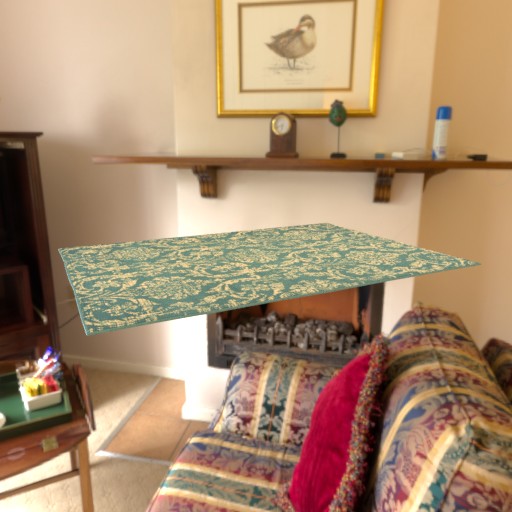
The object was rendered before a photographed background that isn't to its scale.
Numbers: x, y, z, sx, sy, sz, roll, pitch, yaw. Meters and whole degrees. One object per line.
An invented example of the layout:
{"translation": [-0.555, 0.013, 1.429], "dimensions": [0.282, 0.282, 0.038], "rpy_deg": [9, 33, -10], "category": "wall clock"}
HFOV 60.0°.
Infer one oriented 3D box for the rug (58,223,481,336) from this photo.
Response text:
{"translation": [0.000, 0.000, 2.806], "dimensions": [2.205, 0.012, 1.554], "rpy_deg": [-7, 16, -26], "category": "rug"}
